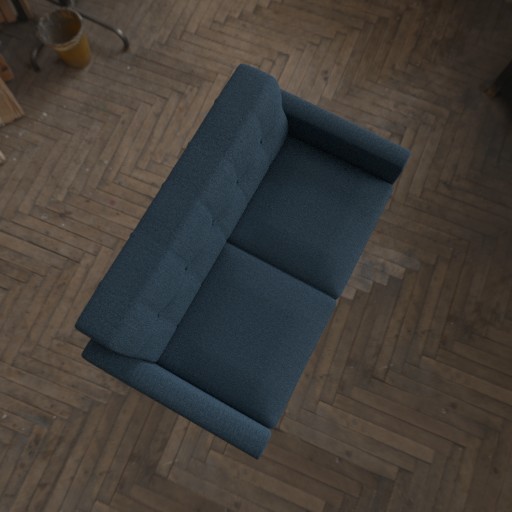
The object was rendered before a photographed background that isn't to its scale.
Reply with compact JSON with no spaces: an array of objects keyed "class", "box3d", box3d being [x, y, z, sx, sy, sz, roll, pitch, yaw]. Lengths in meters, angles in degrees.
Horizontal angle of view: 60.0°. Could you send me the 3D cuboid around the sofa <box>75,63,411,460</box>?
[{"class":"sofa","box3d":[0.000,0.000,2.258,0.942,0.896,1.651,28,78,7]}]
